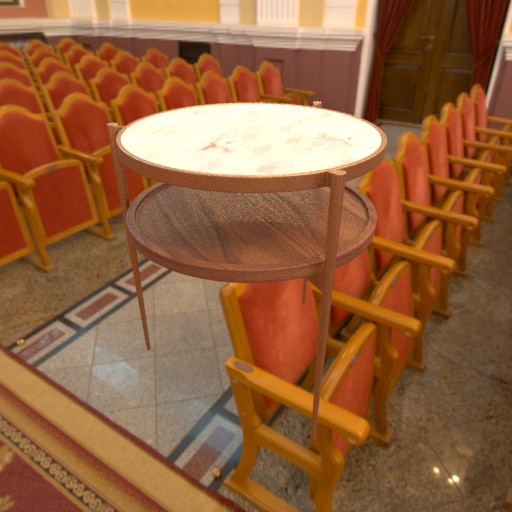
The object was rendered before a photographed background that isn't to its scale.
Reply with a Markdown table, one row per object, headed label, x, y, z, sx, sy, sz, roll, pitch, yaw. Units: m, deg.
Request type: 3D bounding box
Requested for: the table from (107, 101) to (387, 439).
| label | x | y | z | sx | sy | sz | roll | pitch | yaw |
| --- | --- | --- | --- | --- | --- | --- | --- | --- | --- |
| table | 0.000 | 0.000 | 0.847 | 0.430 | 0.493 | 0.456 | 19 | 35 | 29 |
